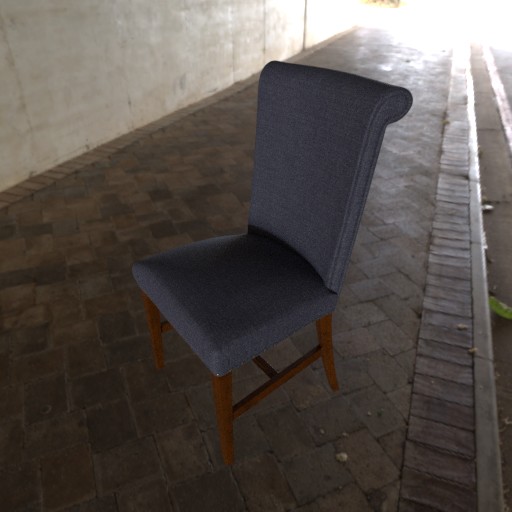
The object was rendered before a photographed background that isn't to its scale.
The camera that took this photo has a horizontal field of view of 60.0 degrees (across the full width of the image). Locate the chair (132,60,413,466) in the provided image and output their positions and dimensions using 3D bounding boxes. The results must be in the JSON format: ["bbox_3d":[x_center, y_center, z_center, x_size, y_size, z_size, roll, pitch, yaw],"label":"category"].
[{"bbox_3d":[0.000,0.000,1.329,0.608,0.988,0.513,-21,38,-30],"label":"chair"}]
